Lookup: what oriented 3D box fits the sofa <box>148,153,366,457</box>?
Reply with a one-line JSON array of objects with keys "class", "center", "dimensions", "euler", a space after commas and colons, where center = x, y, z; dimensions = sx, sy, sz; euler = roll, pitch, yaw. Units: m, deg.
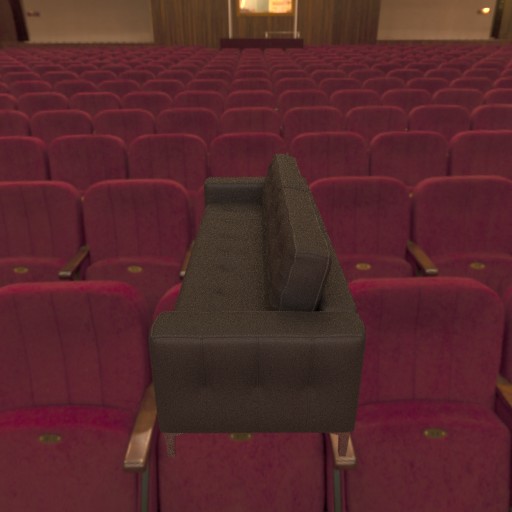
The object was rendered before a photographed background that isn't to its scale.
[{"class": "sofa", "center": [0.000, 0.000, 2.722], "dimensions": [0.833, 0.893, 2.275], "euler": [0, 25, 0]}]
